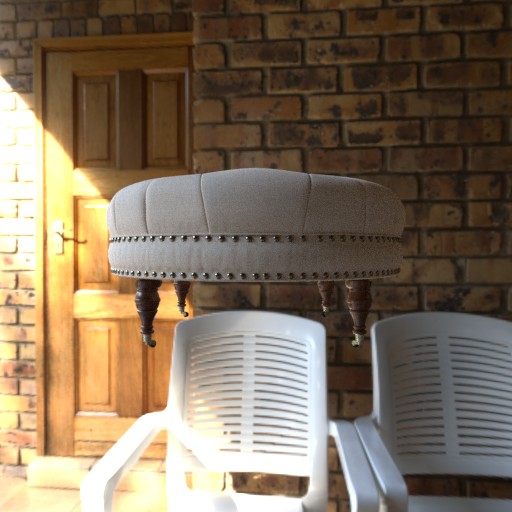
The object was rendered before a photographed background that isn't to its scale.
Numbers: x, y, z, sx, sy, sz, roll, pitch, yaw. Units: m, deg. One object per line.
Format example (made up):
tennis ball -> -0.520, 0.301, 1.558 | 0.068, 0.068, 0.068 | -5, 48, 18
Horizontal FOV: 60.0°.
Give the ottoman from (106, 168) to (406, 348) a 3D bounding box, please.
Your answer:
ottoman -> 0.000, 0.000, 1.453 | 0.940, 0.483, 0.940 | 0, 1, 0
